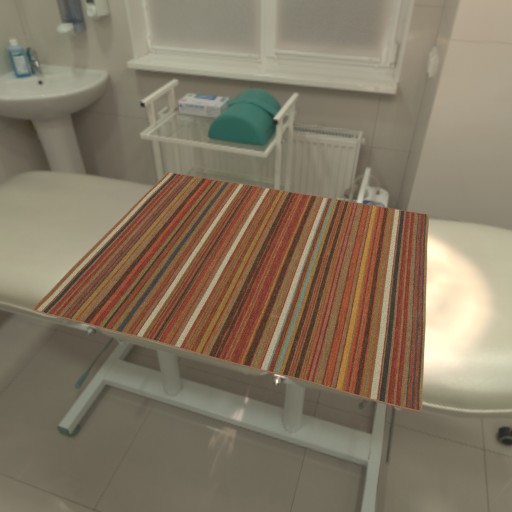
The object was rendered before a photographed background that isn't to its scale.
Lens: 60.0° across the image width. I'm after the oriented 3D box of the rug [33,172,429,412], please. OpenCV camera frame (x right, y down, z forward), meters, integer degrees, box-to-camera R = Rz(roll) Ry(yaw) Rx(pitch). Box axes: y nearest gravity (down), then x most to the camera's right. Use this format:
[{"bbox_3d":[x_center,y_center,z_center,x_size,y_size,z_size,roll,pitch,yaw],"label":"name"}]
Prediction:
[{"bbox_3d":[0.000,0.000,4.186,3.092,0.023,2.479,12,40,14],"label":"rug"}]
